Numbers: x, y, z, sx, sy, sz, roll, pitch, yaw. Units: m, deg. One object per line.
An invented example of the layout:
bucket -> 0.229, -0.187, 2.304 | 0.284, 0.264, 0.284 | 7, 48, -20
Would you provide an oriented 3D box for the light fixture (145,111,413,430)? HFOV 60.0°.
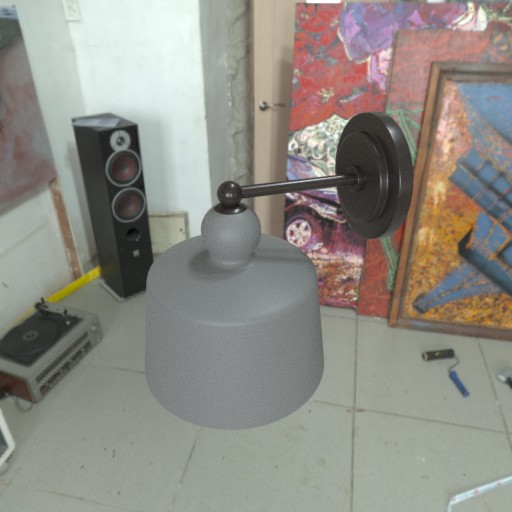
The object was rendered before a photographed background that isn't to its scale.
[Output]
light fixture -> 0.000, 0.000, 0.452 | 0.254, 0.268, 0.204 | -9, 32, -15
